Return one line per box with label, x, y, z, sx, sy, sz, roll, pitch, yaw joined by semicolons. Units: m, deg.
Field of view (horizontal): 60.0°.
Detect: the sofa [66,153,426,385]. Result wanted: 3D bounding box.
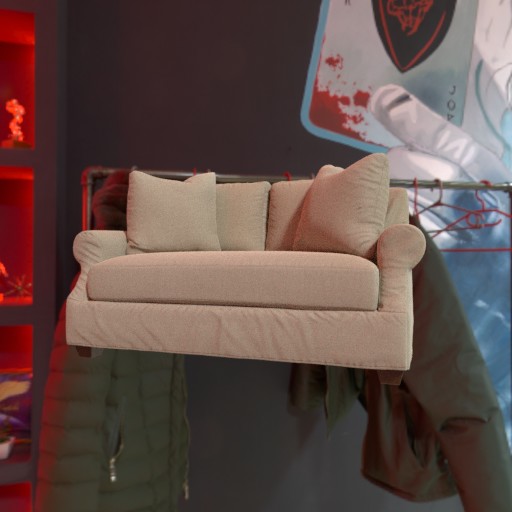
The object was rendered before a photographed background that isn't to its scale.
sofa;0.000;0.000;2.194;1.550;0.905;1.070;0;0;18
